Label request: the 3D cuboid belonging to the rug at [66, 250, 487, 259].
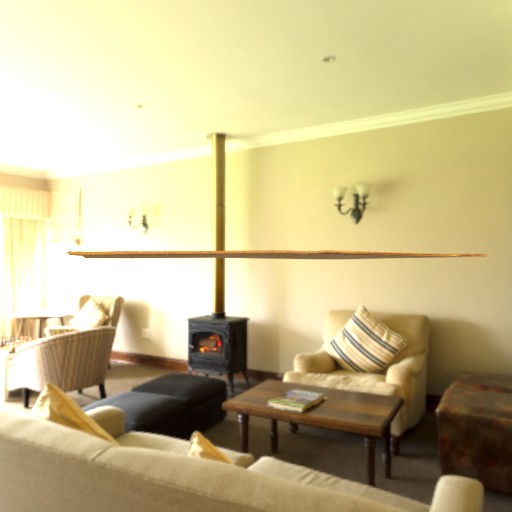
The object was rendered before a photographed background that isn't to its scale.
[{"bbox_3d":[0.000,0.000,4.269,3.202,0.045,2.434,0,-1,-18],"label":"rug"}]
